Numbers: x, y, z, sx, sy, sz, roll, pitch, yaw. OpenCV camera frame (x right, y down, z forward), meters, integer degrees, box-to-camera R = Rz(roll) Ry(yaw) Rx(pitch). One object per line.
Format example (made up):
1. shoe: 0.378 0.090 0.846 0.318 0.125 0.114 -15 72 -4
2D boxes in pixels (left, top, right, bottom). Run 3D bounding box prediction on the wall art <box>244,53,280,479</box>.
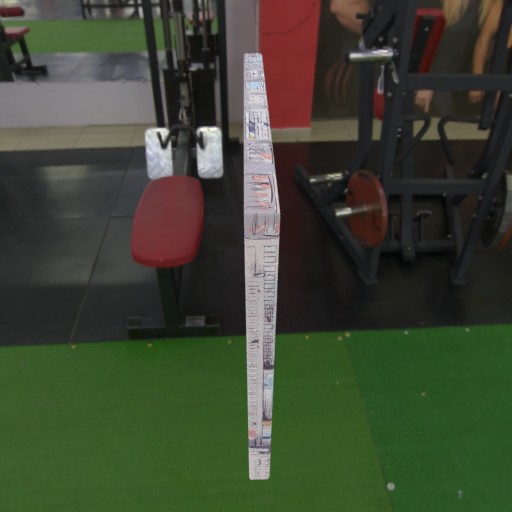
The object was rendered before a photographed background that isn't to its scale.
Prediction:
1. wall art: 0.000 0.000 1.113 0.048 0.762 0.761 -1 39 -1
